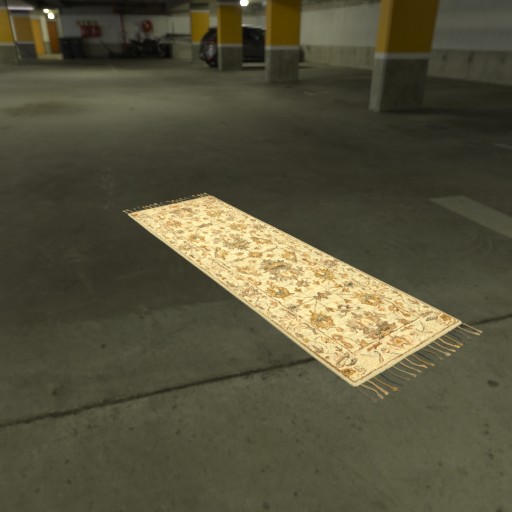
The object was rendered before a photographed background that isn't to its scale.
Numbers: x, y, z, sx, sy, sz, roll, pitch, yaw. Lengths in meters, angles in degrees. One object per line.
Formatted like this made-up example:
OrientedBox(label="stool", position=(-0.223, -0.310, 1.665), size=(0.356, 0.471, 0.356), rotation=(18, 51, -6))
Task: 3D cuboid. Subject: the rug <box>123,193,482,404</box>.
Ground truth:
OrientedBox(label="rug", position=(0.000, 0.000, 2.648), size=(0.729, 0.021, 2.438), rotation=(-18, 31, -32))
